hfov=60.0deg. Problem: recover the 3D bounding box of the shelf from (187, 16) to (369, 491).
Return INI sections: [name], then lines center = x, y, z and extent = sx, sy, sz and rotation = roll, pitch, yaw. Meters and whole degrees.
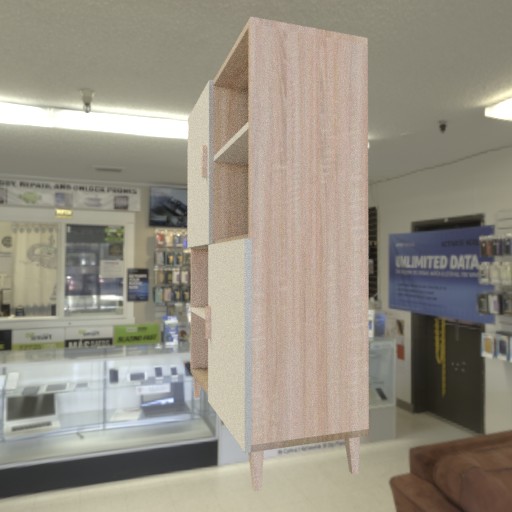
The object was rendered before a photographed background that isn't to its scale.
[shelf]
center = 0.000, 0.000, 1.830
extent = 0.434, 1.405, 0.995
rotation = 0, -1, -18
